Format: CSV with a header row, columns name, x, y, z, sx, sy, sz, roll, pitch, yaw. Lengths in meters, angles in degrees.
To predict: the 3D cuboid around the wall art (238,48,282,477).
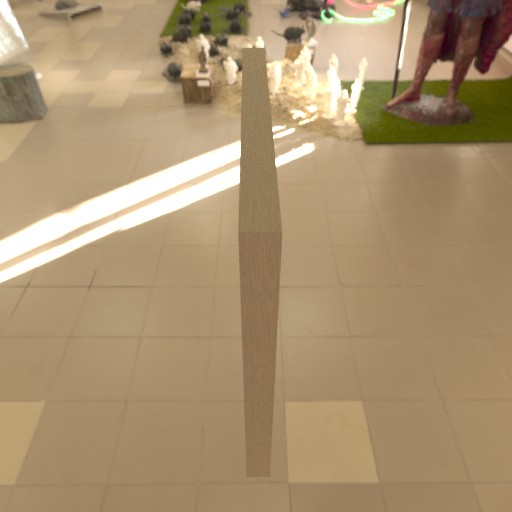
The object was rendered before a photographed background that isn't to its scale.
name,x,y,z,sx,sy,sz,roll,pitch,yaw
wall art,0.000,0.000,0.740,0.038,0.506,0.508,-1,42,-1
